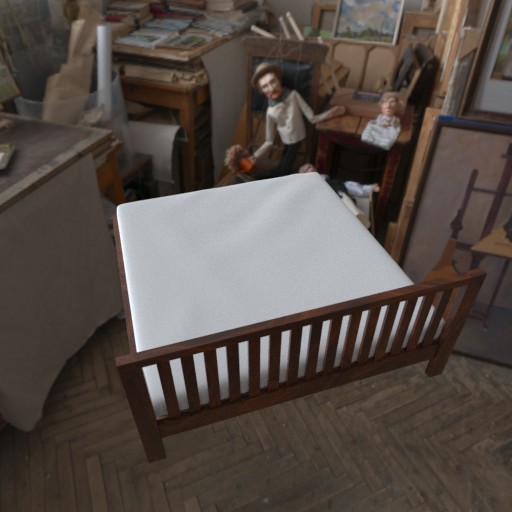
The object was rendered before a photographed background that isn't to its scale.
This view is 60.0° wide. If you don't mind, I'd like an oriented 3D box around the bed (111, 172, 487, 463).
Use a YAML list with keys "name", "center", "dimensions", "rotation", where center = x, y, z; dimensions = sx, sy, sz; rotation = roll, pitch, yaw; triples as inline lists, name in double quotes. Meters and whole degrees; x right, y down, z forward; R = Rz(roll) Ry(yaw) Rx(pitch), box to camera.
- name: "bed"
  center: [0.000, 0.000, 3.136]
  dimensions: [1.905, 0.890, 2.030]
  rotation: [-12, 41, -14]
